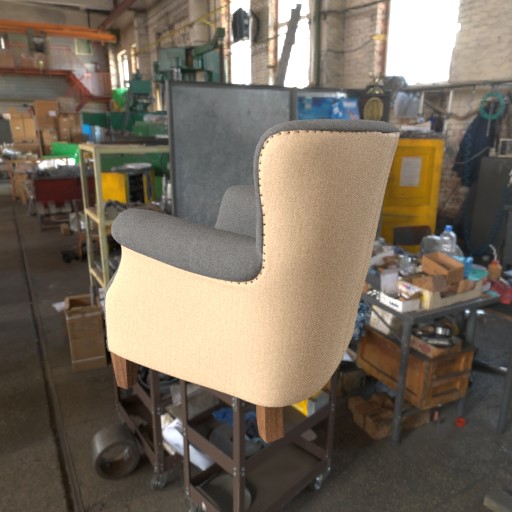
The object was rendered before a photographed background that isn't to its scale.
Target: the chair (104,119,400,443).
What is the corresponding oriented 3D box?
[{"bbox_3d":[0.000,0.000,1.608,0.921,0.936,0.861,8,18,26],"label":"chair"}]
